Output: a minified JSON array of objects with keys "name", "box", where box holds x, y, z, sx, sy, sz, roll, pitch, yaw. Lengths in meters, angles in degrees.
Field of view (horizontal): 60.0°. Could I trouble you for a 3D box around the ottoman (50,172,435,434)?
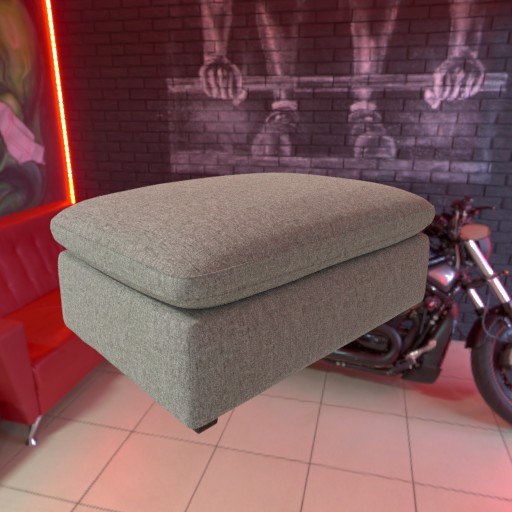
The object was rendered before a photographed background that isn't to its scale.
[{"name":"ottoman","box":[0.000,0.000,1.338,0.977,0.451,0.694,-16,24,-41]}]
